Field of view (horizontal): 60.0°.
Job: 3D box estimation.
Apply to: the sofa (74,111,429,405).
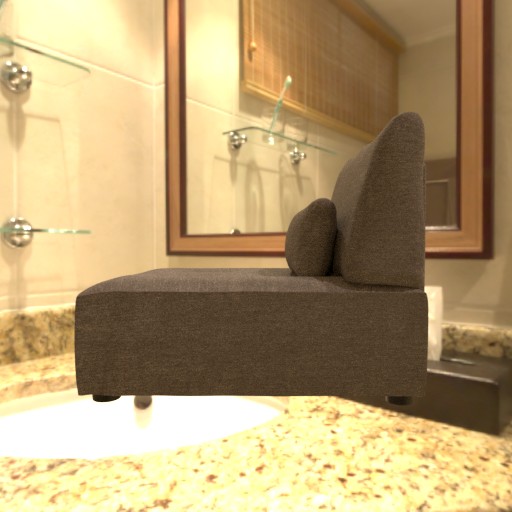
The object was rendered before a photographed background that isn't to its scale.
[{"bbox_3d":[0.000,0.000,1.565,1.000,0.820,0.700,0,1,0],"label":"sofa"}]
